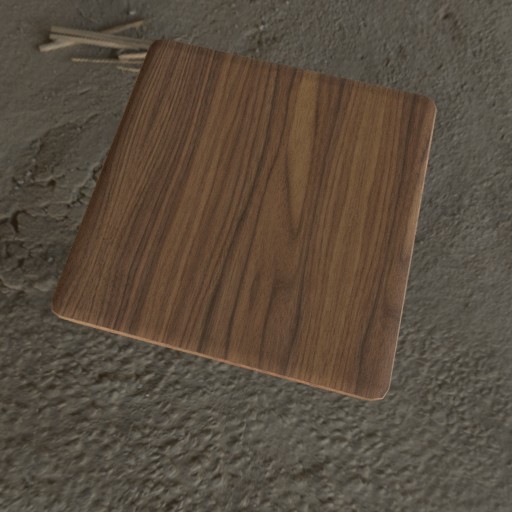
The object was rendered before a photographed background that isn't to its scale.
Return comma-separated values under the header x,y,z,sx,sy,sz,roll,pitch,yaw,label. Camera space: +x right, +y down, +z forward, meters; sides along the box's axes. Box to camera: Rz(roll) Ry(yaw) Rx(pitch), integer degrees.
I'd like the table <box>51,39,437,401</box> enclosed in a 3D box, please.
x,y,z,sx,sy,sz,roll,pitch,yaw,label
0.000,0.000,0.968,0.479,0.641,0.480,14,75,4,table
